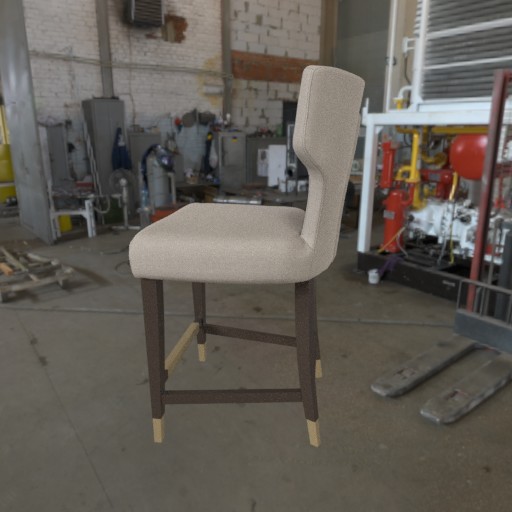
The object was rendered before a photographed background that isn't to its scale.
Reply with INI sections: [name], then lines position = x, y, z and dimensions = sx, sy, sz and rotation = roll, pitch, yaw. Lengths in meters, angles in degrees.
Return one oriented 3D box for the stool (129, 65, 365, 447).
[stool]
position = 0.000, 0.000, 1.310
dimensions = 0.563, 0.982, 0.527
rotation = 2, 16, 9
